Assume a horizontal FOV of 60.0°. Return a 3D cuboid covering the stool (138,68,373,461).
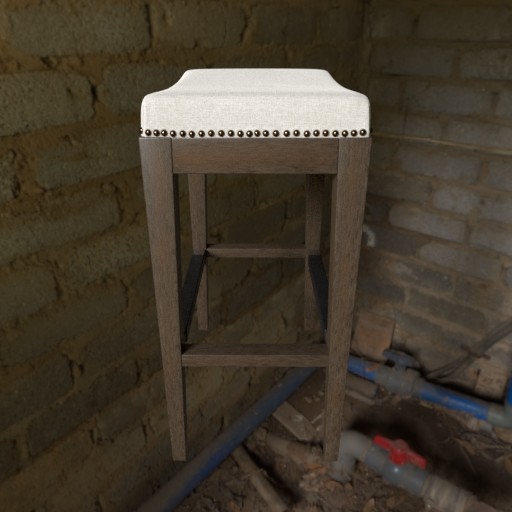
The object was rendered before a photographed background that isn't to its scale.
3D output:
[{"bbox_3d":[0.000,0.000,1.013,0.358,0.759,0.498,0,27,0],"label":"stool"}]
